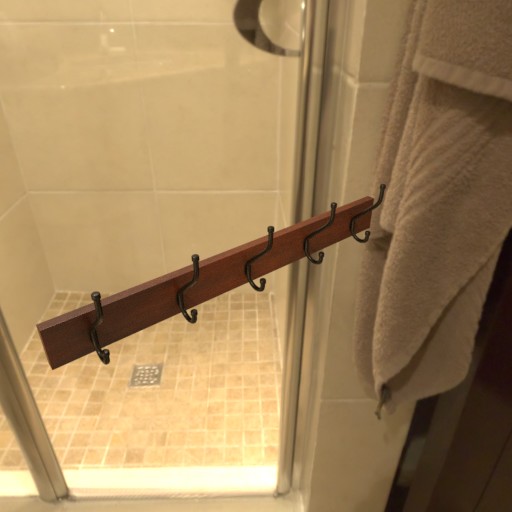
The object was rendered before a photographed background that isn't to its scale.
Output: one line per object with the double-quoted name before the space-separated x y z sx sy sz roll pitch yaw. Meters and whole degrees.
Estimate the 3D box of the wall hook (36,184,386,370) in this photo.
"wall hook" 0.000 0.000 0.624 0.571 0.117 0.071 -22 38 -32
